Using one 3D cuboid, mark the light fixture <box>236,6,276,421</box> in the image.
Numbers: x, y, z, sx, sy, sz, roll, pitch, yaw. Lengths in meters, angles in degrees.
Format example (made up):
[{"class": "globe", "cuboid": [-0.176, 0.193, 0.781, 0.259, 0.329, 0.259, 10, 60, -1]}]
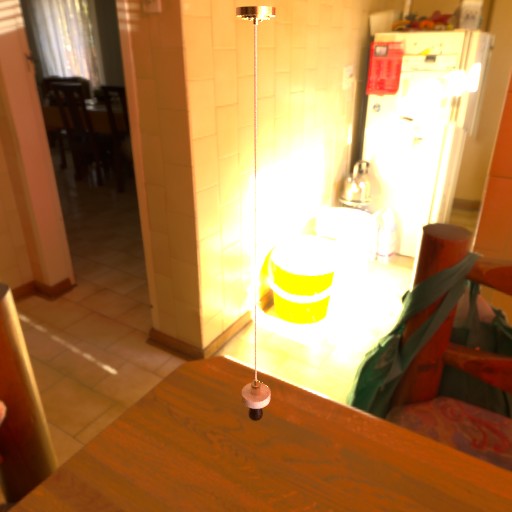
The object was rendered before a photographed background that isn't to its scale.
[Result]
[{"class": "light fixture", "cuboid": [0.000, 0.000, 1.704, 0.129, 1.669, 0.129, 1, 25, 1]}]
